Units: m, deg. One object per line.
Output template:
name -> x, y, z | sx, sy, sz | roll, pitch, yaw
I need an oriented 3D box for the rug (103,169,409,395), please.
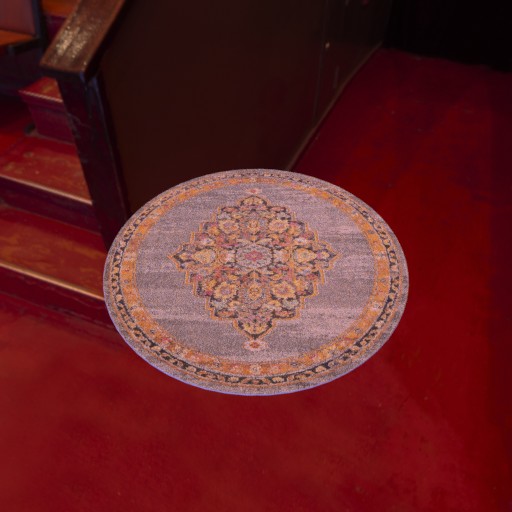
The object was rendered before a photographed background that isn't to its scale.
rug -> 0.000, 0.000, 3.551 | 2.382, 0.014, 2.382 | 0, 46, 0
